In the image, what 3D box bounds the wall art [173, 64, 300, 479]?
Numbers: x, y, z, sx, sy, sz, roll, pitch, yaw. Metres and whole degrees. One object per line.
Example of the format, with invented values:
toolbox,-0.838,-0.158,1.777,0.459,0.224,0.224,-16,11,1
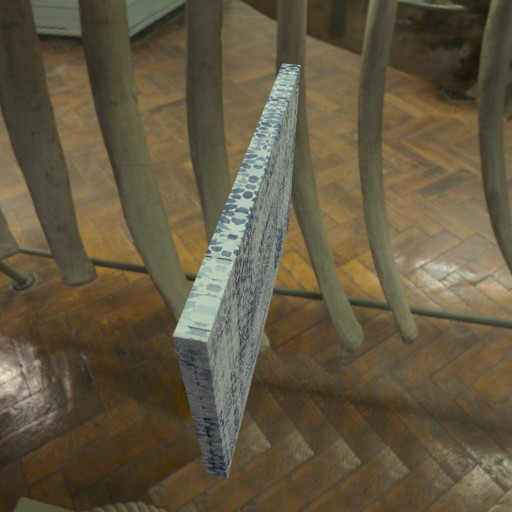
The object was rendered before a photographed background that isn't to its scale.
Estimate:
wall art,0.000,0.000,1.147,0.057,0.608,0.911,9,48,8
